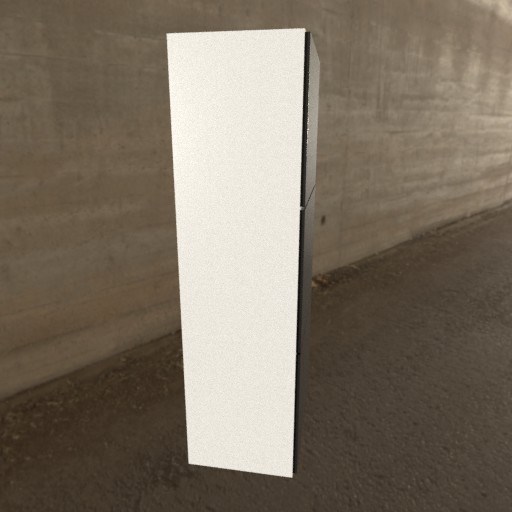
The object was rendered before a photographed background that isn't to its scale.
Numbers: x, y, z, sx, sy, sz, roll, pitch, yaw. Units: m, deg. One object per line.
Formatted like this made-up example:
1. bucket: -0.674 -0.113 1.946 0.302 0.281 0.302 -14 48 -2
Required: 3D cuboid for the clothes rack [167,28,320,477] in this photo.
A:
1. clothes rack: 0.000 0.000 1.389 0.330 1.187 0.500 3 17 10
